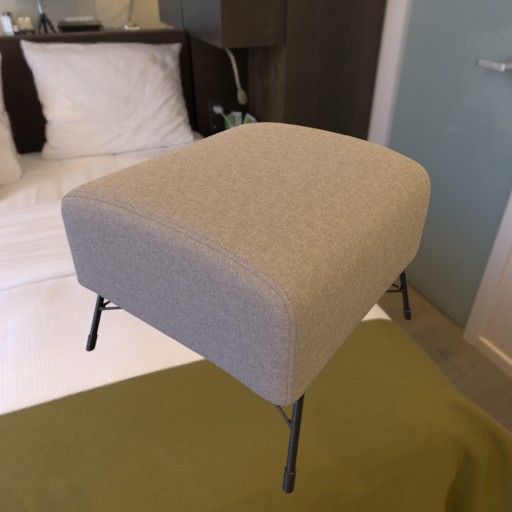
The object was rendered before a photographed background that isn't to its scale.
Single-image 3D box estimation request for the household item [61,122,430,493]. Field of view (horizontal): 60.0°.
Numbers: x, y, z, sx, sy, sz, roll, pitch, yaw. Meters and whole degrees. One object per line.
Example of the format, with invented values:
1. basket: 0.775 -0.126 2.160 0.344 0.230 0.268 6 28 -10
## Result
1. household item: 0.000 0.000 0.890 0.530 0.410 0.530 22 39 30
